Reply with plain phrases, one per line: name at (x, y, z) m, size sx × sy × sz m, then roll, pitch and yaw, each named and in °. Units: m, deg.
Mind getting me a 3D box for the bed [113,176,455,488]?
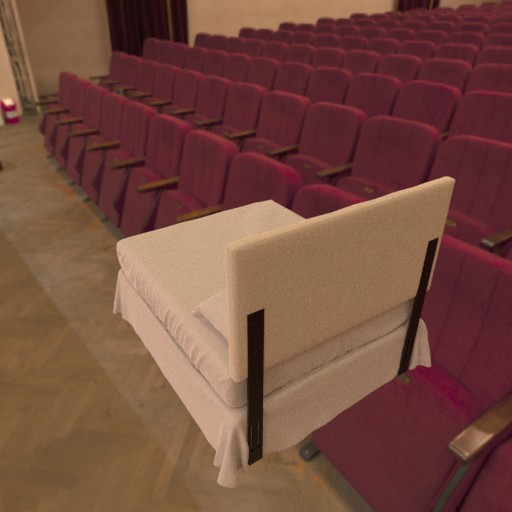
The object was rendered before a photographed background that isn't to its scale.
bed at (0.000, 0.000, 3.480) m, size 1.936 × 1.577 × 2.222 m, roll -19°, pitch 35°, yaw -29°
